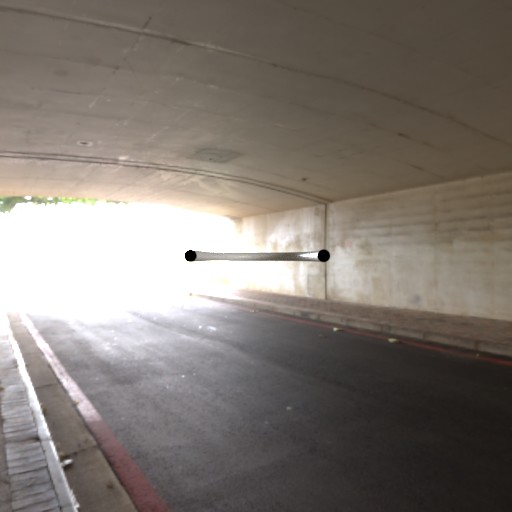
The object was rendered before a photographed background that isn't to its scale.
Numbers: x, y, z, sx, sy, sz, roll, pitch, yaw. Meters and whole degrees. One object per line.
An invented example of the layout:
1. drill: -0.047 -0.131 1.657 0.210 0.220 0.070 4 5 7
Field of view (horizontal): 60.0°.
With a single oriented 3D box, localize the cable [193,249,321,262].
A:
1. cable: 0.000 0.000 0.109 0.041 0.005 0.098 0 0 1
